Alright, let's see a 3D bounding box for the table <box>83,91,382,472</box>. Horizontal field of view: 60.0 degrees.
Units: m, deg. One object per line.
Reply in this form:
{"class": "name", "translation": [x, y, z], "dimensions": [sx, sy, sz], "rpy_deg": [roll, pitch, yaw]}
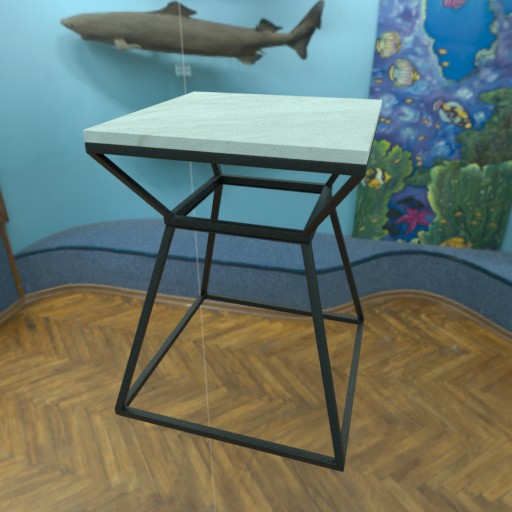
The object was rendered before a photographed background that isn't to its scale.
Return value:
{"class": "table", "translation": [0.000, 0.000, 0.893], "dimensions": [0.455, 0.559, 0.455], "rpy_deg": [8, 29, 14]}
